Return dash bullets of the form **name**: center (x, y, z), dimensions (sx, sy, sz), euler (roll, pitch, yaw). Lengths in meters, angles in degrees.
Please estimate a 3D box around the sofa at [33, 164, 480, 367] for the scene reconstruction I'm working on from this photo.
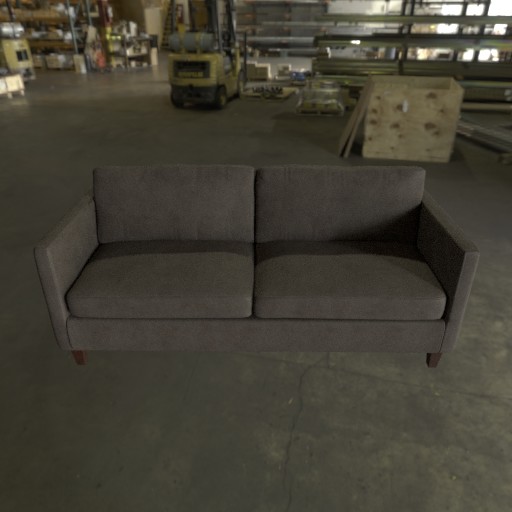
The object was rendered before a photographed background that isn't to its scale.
- **sofa**: center (0.000, 0.000, 2.661), dimensions (2.208, 0.965, 0.951), euler (0, 29, 1)
